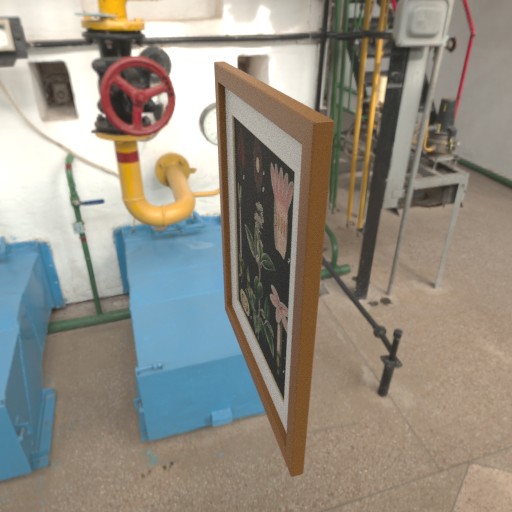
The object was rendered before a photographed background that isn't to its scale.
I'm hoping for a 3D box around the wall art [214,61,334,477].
[{"bbox_3d":[0.000,0.000,0.743,0.021,0.550,0.449,-9,32,-14],"label":"wall art"}]
